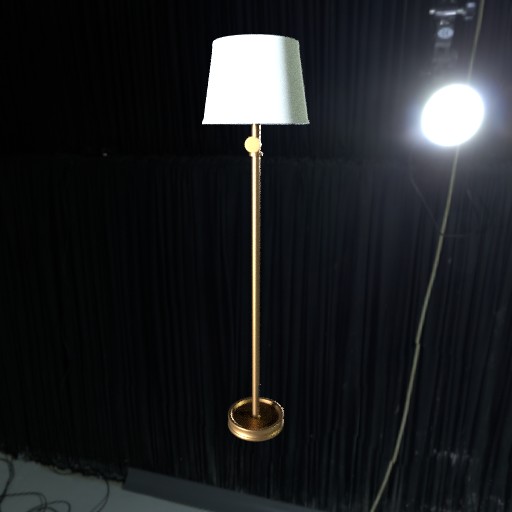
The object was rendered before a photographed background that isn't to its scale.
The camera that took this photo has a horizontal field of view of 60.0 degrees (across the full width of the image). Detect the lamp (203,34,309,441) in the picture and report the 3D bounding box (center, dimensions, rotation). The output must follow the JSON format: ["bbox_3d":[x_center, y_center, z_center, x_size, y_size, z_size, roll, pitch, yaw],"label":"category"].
[{"bbox_3d":[0.000,0.000,0.809,0.178,0.710,0.178,0,16,0],"label":"lamp"}]
